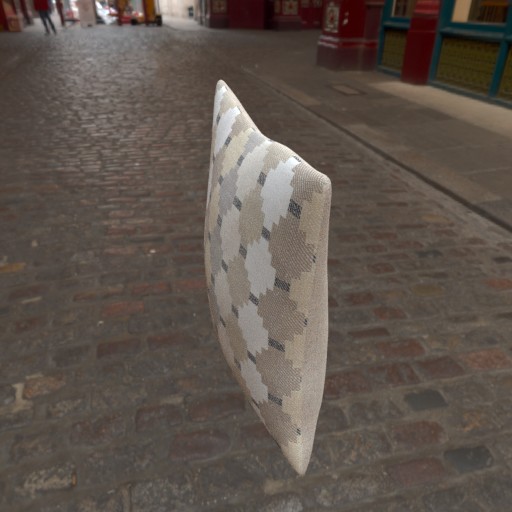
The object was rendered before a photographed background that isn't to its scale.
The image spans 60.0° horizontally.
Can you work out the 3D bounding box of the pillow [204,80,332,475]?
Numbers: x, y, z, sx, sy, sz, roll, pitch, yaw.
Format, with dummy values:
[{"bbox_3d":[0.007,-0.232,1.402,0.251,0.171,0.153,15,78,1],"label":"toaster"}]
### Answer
[{"bbox_3d":[0.000,0.000,0.859,0.192,0.558,0.578,-8,32,-14],"label":"pillow"}]
